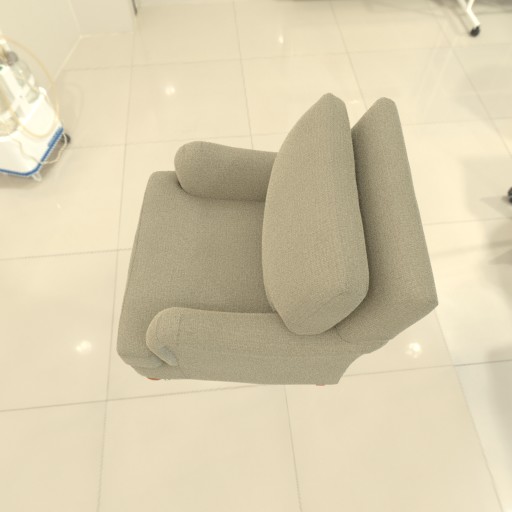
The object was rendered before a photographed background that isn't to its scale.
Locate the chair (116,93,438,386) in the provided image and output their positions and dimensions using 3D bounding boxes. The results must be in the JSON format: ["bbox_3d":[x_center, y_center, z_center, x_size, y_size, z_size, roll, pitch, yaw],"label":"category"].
[{"bbox_3d":[0.000,0.000,1.875,1.070,1.038,0.955,1,58,1],"label":"chair"}]
